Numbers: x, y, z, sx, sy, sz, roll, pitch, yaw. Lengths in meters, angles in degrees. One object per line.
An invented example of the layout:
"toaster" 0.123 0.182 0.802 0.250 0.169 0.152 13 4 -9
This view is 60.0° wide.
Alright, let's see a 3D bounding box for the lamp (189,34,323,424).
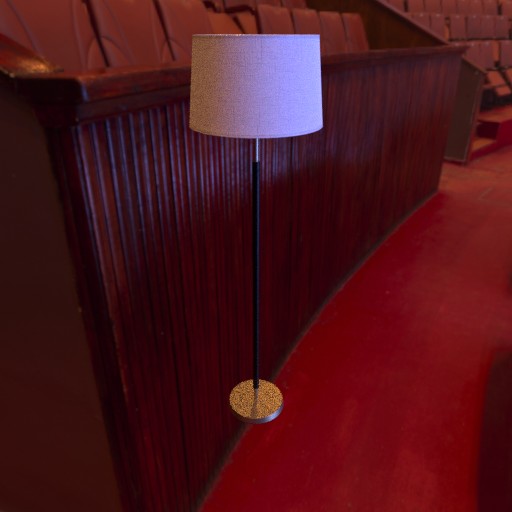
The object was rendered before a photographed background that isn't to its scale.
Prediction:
"lamp" 0.000 0.000 1.620 0.420 1.447 0.420 0 27 0
